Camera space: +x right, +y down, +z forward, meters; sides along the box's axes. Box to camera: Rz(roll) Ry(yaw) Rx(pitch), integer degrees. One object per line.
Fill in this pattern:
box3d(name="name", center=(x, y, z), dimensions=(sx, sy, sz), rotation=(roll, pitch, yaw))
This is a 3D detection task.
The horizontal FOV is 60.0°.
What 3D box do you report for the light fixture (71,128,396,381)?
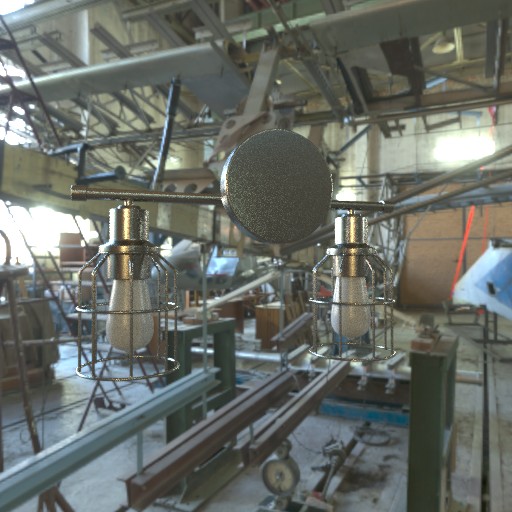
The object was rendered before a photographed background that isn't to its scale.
box3d(name="light fixture", center=(0.000, 0.000, 0.522), dimensions=(0.406, 0.254, 0.165), rotation=(0, -1, -18))
